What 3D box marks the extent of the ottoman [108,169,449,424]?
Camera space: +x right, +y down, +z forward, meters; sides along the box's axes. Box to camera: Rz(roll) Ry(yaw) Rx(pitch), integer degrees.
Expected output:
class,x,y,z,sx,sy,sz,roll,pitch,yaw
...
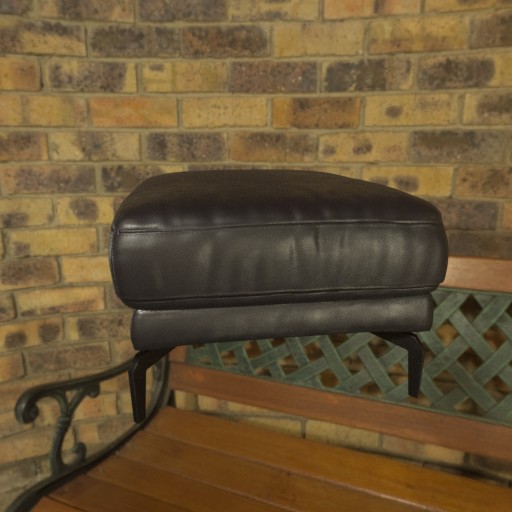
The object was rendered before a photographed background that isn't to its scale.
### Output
class,x,y,z,sx,sy,sz,roll,pitch,yaw
ottoman,0.000,0.000,1.069,0.570,0.402,0.764,-2,14,-9
